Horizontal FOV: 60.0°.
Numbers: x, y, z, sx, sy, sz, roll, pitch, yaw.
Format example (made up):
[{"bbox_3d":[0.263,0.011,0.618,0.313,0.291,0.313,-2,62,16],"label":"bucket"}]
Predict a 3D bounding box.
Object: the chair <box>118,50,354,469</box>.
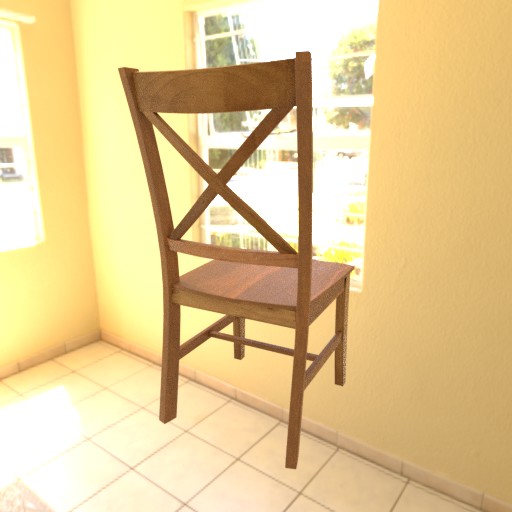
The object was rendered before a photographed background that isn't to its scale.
[{"bbox_3d":[0.000,0.000,1.285,0.485,0.983,0.542,8,17,26],"label":"chair"}]
